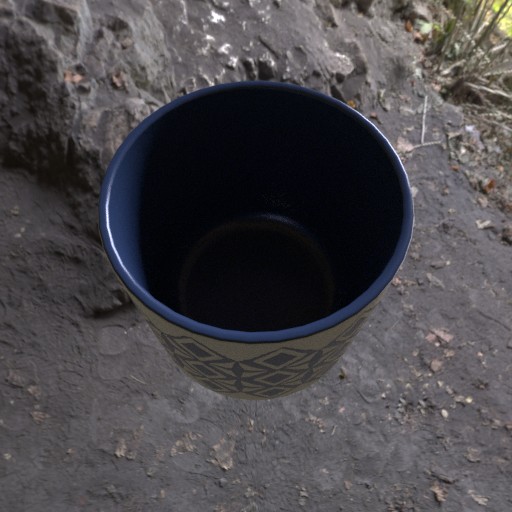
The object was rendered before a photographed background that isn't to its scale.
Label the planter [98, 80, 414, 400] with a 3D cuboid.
[{"bbox_3d":[0.000,0.000,0.328,0.182,0.165,0.182,0,63,0],"label":"planter"}]
